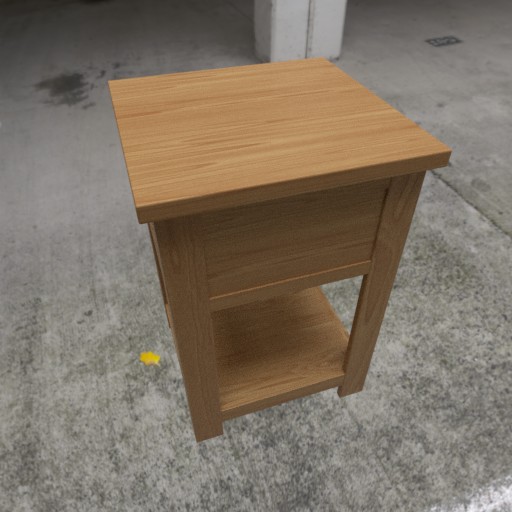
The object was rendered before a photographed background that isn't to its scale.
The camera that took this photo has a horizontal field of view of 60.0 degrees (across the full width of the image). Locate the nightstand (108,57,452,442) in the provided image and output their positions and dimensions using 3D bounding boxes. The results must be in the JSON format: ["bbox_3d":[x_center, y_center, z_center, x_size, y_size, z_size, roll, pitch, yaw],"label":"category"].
[{"bbox_3d":[0.000,0.000,0.904,0.428,0.614,0.418,-12,43,-14],"label":"nightstand"}]
